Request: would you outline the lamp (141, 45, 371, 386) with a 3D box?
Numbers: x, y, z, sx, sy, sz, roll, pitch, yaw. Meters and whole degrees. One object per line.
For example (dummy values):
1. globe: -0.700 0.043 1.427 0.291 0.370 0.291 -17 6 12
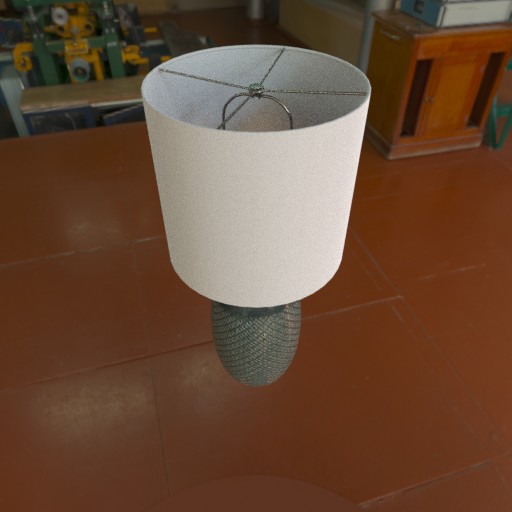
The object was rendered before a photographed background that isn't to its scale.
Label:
1. lamp: 0.000 0.000 0.576 0.217 0.453 0.217 12 43 13
